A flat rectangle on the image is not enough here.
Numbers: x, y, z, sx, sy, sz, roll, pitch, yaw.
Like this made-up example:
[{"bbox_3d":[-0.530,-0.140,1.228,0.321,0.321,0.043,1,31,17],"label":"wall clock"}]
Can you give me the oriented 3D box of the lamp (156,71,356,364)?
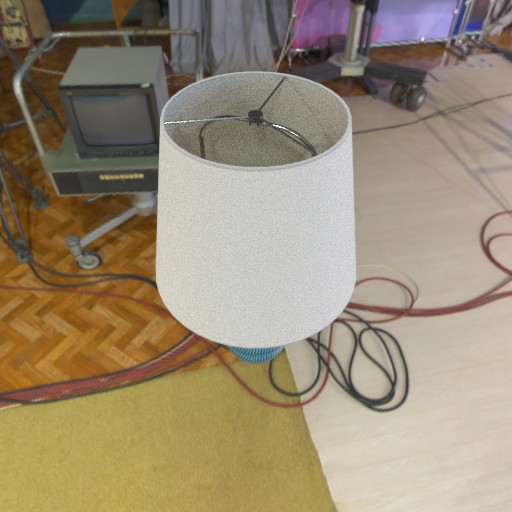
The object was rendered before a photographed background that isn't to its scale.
[{"bbox_3d":[0.000,0.000,0.560,0.254,0.392,0.254,0,47,0],"label":"lamp"}]
